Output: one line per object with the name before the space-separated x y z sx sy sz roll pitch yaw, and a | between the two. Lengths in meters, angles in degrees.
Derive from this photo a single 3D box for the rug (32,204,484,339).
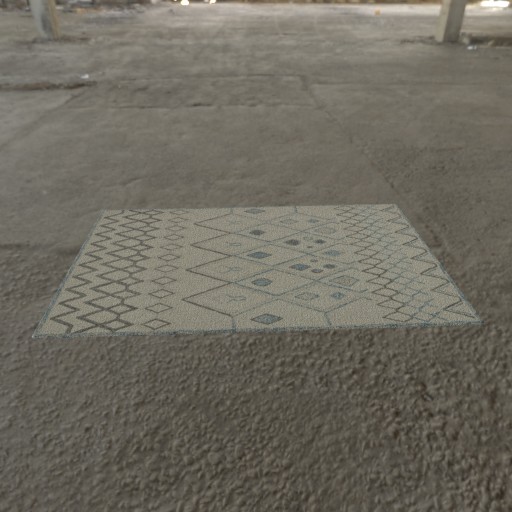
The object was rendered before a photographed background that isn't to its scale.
rug | 0.000 0.000 3.028 2.439 0.015 1.524 -1 32 -2
